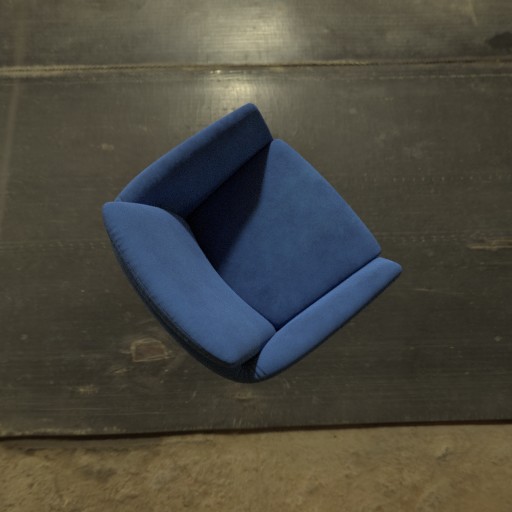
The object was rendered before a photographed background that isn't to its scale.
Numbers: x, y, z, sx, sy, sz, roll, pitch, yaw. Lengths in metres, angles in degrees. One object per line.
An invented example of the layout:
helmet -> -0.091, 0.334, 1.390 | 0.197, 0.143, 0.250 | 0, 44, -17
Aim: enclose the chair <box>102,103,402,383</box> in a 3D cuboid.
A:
chair -> 0.000, 0.000, 1.381 | 0.635, 0.908, 0.641 | -39, 80, -8
